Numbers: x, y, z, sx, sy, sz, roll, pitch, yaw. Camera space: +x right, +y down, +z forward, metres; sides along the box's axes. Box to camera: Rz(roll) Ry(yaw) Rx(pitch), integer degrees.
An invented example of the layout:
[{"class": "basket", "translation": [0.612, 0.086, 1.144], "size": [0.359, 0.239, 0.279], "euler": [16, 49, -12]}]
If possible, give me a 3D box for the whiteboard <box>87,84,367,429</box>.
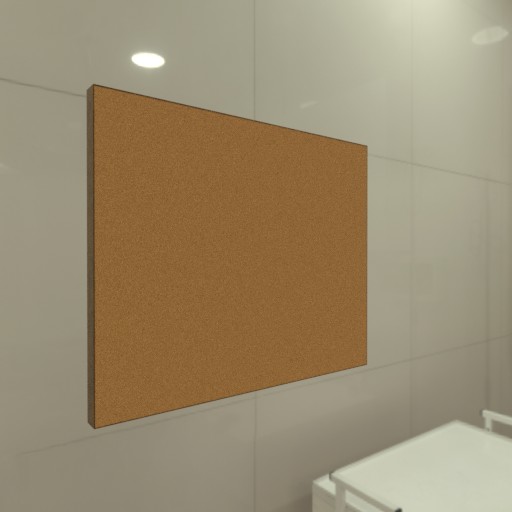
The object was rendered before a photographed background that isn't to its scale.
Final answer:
[{"class": "whiteboard", "translation": [0.000, 0.000, 0.768], "size": [0.561, 0.457, 0.029], "euler": [0, 1, -37]}]
